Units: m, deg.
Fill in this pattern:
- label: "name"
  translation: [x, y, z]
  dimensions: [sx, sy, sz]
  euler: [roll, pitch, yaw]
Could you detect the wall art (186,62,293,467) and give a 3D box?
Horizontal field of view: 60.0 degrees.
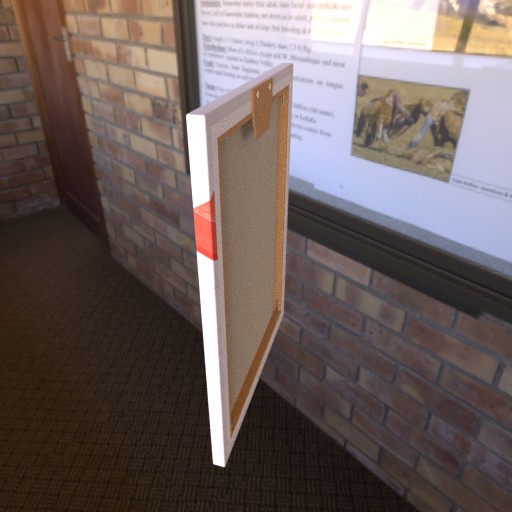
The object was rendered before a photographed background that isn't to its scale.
- label: "wall art"
  translation: [0.000, 0.000, 1.368]
  dimensions: [0.045, 1.014, 0.759]
  euler: [8, 31, 14]
